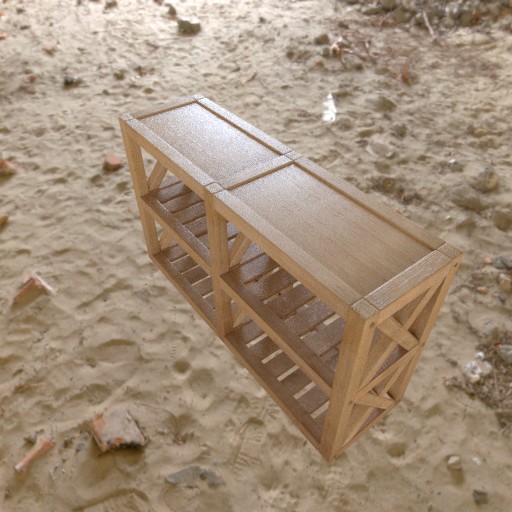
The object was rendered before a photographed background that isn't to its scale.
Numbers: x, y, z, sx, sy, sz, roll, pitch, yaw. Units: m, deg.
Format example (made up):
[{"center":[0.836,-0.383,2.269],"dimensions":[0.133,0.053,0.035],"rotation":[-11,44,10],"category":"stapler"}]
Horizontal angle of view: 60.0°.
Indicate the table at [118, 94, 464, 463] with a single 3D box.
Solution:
[{"center":[0.000,0.000,1.720],"dimensions":[0.381,0.762,1.320],"rotation":[-27,49,-27],"category":"table"}]
